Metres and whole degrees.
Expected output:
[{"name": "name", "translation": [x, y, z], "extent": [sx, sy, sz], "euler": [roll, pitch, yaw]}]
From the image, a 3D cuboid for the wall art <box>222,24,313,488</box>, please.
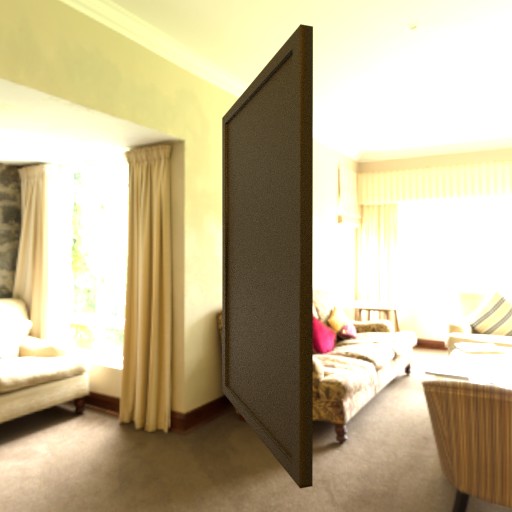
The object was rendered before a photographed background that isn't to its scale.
[{"name": "wall art", "translation": [0.000, 0.000, 0.558], "extent": [0.013, 0.431, 0.303], "euler": [0, 1, -18]}]
